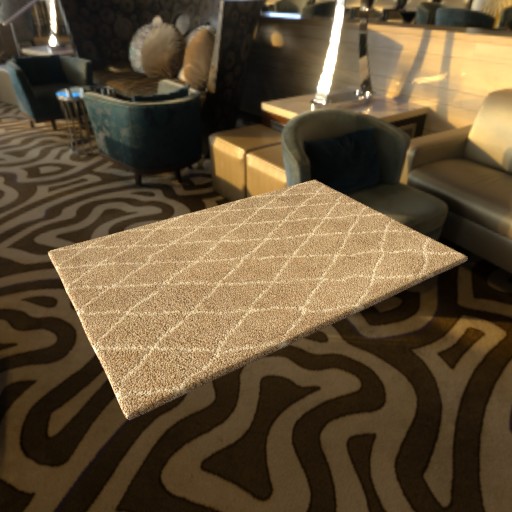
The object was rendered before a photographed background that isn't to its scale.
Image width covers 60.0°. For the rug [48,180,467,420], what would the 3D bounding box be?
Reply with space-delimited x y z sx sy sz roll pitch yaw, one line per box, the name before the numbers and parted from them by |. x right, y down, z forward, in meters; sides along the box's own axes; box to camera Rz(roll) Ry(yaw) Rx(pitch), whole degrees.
rug | 0.000 0.000 2.269 1.778 0.030 1.219 -19 37 -27
